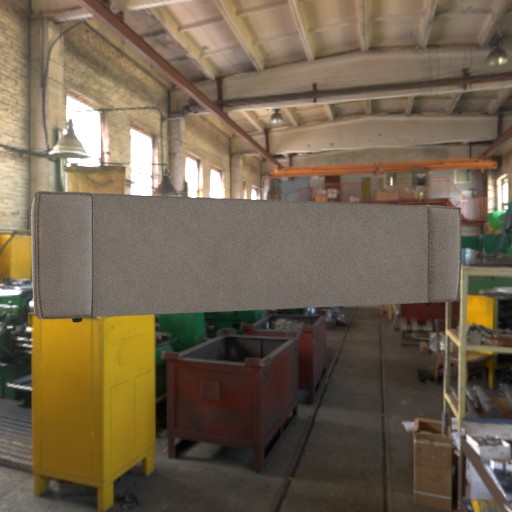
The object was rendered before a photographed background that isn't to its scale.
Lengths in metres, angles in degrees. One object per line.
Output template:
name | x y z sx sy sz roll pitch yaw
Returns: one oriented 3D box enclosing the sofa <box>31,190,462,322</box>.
sofa | 0.000 0.000 3.070 2.697 0.680 1.038 0 1 -18
